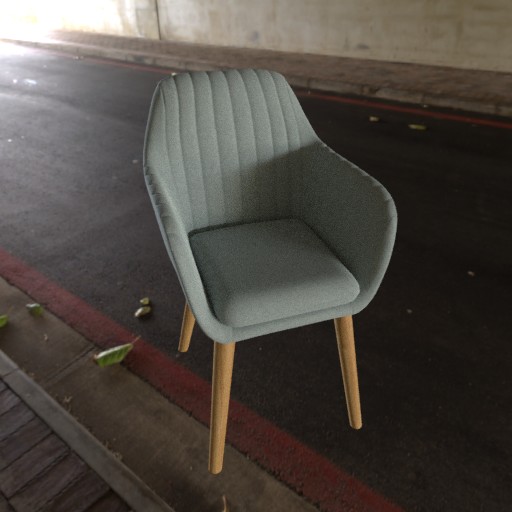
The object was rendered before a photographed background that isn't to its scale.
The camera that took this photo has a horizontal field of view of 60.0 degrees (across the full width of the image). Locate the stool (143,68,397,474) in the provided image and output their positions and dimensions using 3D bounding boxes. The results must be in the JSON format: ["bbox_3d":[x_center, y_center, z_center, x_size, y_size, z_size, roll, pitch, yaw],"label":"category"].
[{"bbox_3d":[0.000,0.000,1.163,0.503,0.830,0.590,-10,33,-16],"label":"stool"}]
